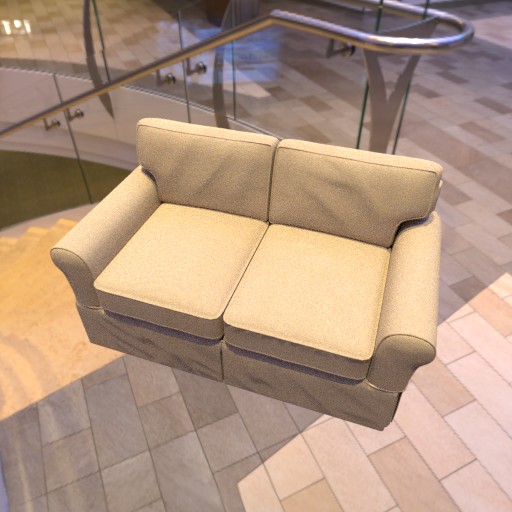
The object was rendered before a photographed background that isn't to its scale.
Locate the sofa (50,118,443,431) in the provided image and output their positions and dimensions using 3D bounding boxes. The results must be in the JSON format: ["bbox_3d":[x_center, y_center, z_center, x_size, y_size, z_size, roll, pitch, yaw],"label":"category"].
[{"bbox_3d":[0.000,0.000,2.261,1.727,0.940,0.991,13,43,14],"label":"sofa"}]
